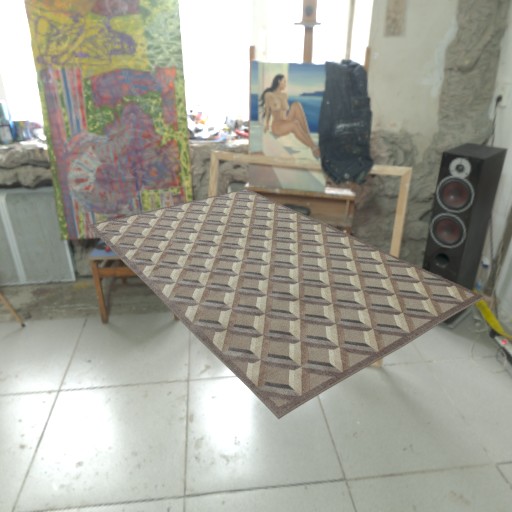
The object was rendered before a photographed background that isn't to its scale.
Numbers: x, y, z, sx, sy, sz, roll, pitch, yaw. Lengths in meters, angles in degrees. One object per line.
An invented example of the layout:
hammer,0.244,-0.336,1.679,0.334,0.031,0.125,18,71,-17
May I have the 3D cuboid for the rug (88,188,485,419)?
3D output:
rug,0.000,0.000,2.110,1.066,0.011,1.677,-18,33,-31
